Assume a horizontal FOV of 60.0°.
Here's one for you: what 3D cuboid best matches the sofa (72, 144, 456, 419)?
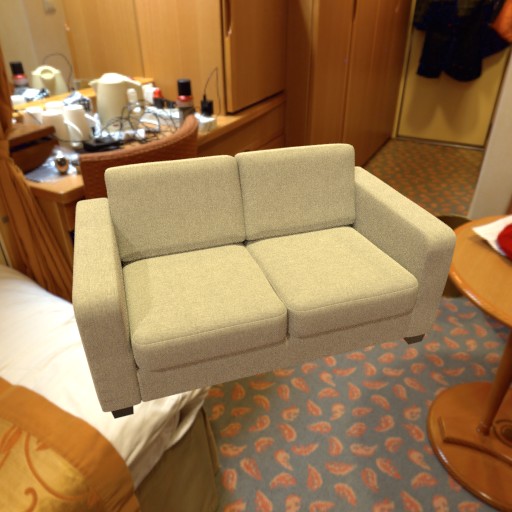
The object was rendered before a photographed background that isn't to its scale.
[{"bbox_3d":[0.000,0.000,2.061,1.540,0.800,0.900,-10,33,-15],"label":"sofa"}]
